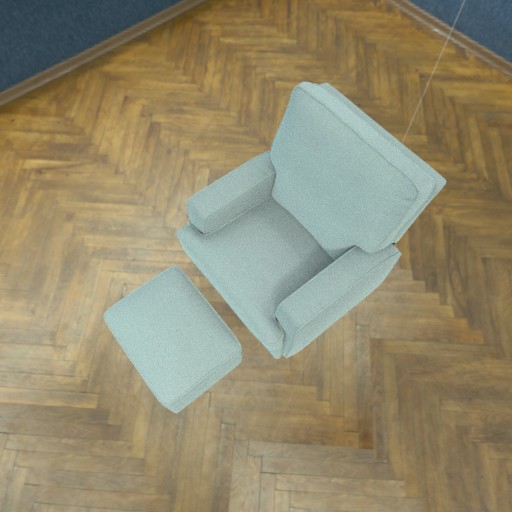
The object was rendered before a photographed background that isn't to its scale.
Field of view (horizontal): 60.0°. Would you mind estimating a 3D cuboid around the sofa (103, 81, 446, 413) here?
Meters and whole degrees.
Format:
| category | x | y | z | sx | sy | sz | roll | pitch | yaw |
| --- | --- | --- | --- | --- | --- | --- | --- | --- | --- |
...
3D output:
| category | x | y | z | sx | sy | sz | roll | pitch | yaw |
| --- | --- | --- | --- | --- | --- | --- | --- | --- | --- |
| sofa | 0.000 | 0.000 | 2.096 | 1.472 | 0.959 | 0.861 | -36 | 69 | -16 |
